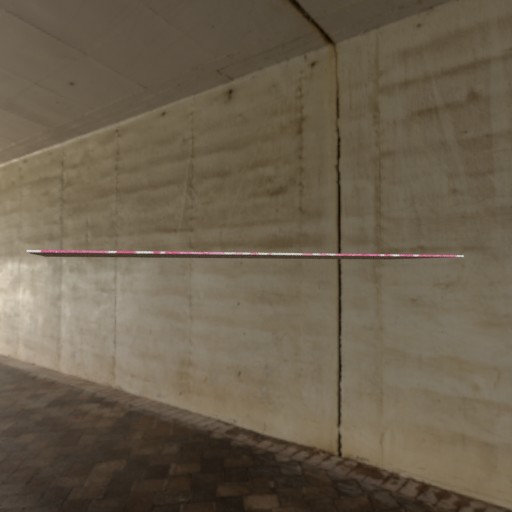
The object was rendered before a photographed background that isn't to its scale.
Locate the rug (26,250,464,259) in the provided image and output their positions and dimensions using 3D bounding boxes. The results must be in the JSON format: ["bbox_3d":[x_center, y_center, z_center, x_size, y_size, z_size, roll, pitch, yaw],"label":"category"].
[{"bbox_3d":[0.000,0.000,2.726,2.458,0.011,0.787,1,-2,-18],"label":"rug"}]
